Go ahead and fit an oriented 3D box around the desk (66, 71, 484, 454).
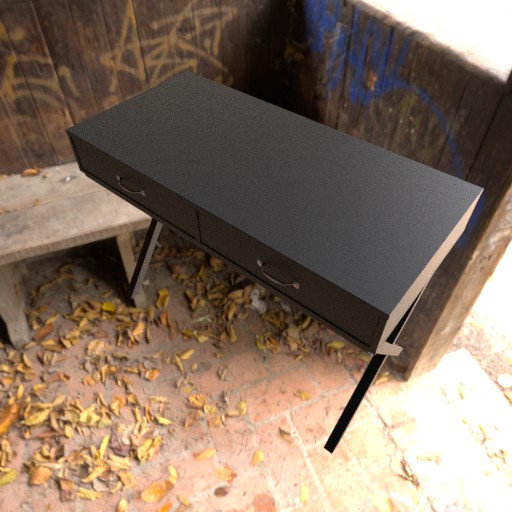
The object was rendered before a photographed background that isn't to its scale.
[{"bbox_3d":[0.000,0.000,1.494,1.057,0.780,0.525,31,54,26],"label":"desk"}]
